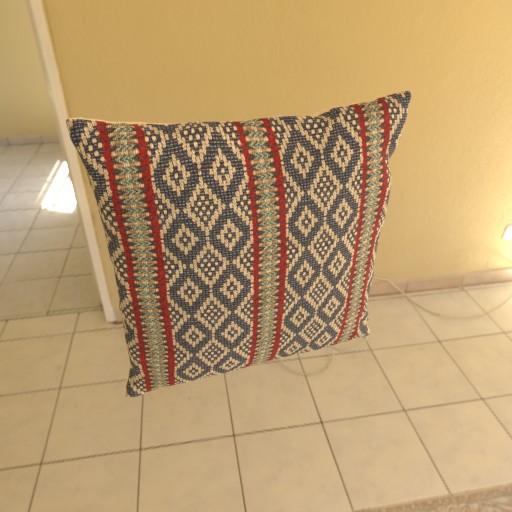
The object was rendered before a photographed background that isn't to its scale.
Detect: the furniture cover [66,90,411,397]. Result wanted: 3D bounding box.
[{"bbox_3d":[0.000,0.000,0.639,0.431,0.431,0.139,-11,34,-16],"label":"furniture cover"}]
